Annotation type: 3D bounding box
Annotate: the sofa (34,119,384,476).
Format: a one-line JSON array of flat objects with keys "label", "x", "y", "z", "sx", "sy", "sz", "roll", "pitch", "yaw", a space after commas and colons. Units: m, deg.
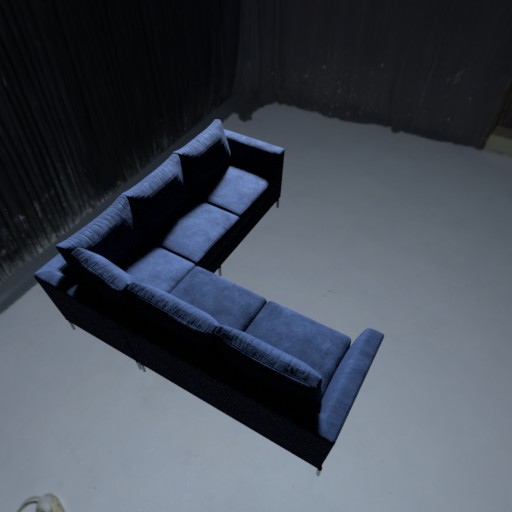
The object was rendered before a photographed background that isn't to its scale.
[{"label": "sofa", "x": 0.000, "y": 0.000, "z": 3.821, "sx": 2.472, "sy": 0.988, "sz": 2.463, "roll": 23, "pitch": 51, "yaw": 20}]
